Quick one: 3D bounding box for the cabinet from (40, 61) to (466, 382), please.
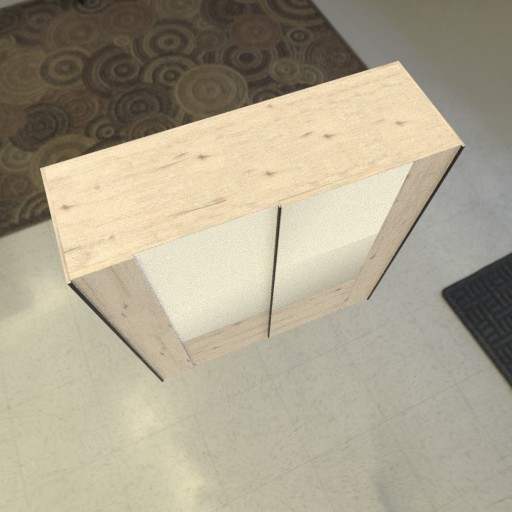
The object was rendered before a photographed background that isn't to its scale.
[{"bbox_3d":[0.000,0.000,3.163,2.000,2.180,0.660,-20,65,-10],"label":"cabinet"}]
